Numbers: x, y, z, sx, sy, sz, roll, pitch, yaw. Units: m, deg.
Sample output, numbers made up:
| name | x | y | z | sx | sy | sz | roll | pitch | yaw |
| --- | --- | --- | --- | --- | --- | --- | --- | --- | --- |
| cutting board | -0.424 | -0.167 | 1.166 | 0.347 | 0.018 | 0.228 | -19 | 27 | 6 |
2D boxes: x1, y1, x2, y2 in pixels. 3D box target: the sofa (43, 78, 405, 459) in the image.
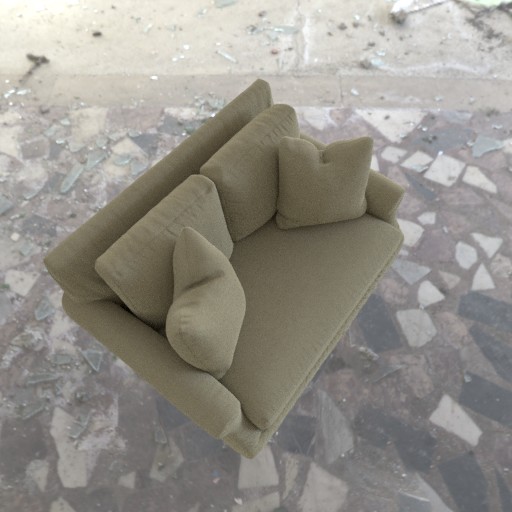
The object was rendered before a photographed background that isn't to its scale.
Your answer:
| name | x | y | z | sx | sy | sz | roll | pitch | yaw |
| --- | --- | --- | --- | --- | --- | --- | --- | --- | --- |
| sofa | 0.000 | 0.000 | 2.177 | 1.070 | 0.905 | 1.550 | 33 | 64 | 19 |
